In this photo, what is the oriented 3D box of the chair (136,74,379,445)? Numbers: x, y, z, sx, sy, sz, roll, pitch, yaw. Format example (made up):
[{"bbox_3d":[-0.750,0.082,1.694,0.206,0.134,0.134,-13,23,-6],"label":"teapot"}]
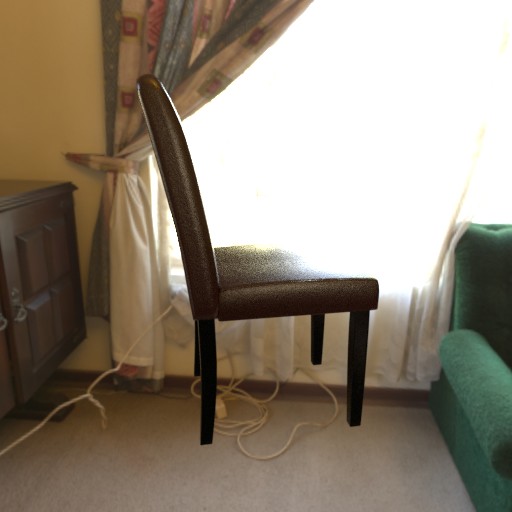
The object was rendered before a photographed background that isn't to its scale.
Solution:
[{"bbox_3d":[0.000,0.000,1.221,0.556,0.897,0.399,-3,16,-10],"label":"chair"}]
